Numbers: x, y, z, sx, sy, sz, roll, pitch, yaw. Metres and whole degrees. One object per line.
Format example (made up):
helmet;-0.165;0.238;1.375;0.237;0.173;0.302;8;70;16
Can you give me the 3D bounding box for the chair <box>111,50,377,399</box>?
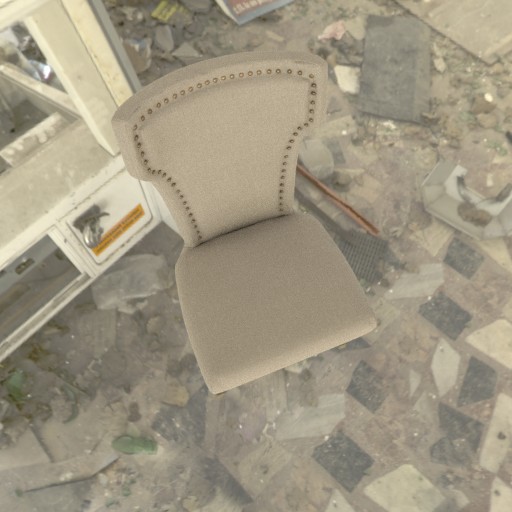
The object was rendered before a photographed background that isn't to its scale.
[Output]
chair;0.000;0.000;1.316;0.526;0.950;0.630;-20;65;-9
